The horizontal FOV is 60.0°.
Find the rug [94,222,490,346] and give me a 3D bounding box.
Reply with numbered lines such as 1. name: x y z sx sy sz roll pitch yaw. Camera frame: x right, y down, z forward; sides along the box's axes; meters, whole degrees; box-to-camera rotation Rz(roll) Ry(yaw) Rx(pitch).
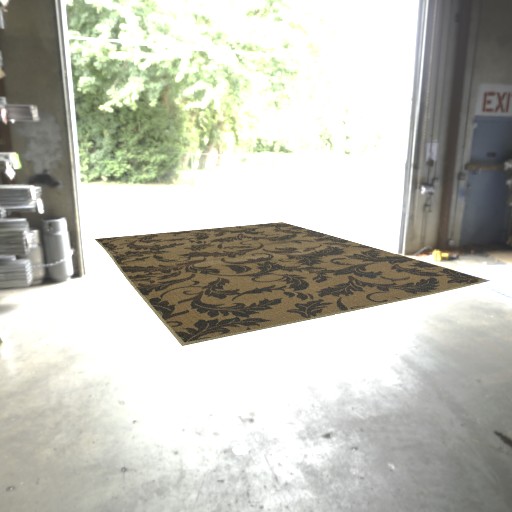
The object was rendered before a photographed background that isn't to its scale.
1. rug: 0.000 0.000 4.002 2.380 0.008 2.977 -7 16 -27
